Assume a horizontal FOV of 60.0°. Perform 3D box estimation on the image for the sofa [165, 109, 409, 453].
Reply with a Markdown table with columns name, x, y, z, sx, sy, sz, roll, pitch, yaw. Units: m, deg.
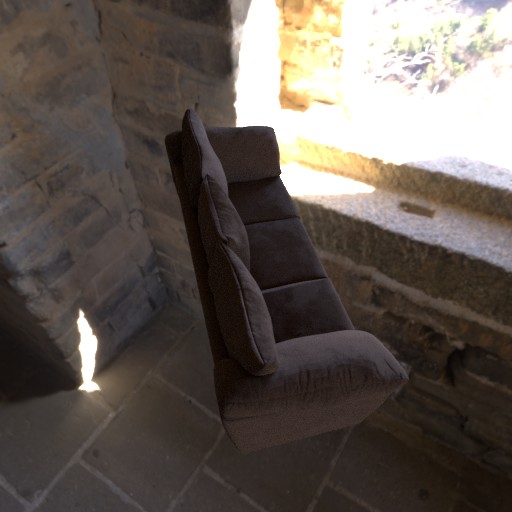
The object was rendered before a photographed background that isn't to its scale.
| name | x | y | z | sx | sy | sz | roll | pitch | yaw |
| --- | --- | --- | --- | --- | --- | --- | --- | --- | --- |
| sofa | 0.000 | 0.000 | 2.899 | 0.878 | 1.015 | 2.336 | -11 | 48 | -10 |
